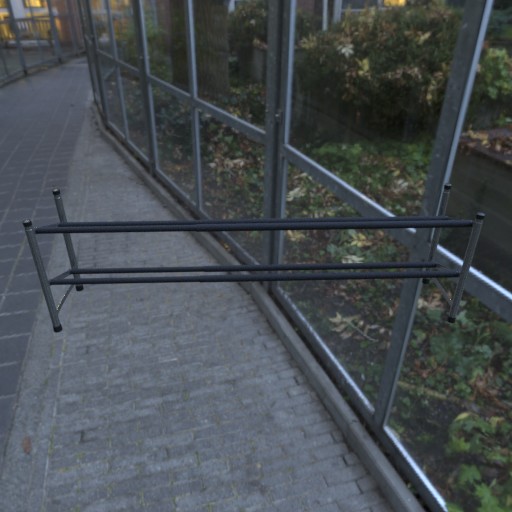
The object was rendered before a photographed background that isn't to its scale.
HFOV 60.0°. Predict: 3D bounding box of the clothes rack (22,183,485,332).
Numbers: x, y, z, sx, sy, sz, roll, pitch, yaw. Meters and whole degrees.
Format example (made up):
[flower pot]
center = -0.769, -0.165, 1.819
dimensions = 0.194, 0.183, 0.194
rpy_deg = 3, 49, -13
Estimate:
[clothes rack]
center = 0.000, 0.000, 1.292
dimensions = 1.168, 0.349, 0.229
rpy_deg = -1, 30, -2
